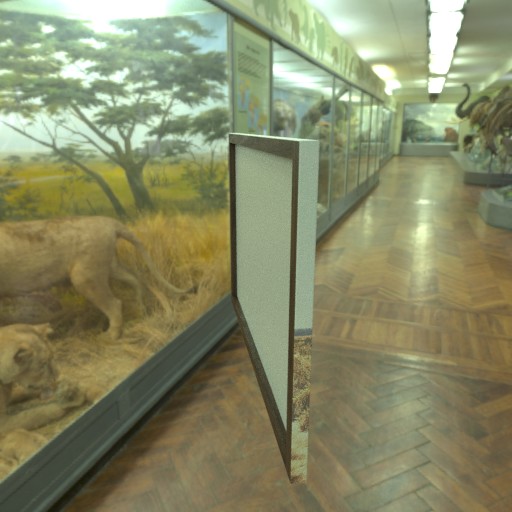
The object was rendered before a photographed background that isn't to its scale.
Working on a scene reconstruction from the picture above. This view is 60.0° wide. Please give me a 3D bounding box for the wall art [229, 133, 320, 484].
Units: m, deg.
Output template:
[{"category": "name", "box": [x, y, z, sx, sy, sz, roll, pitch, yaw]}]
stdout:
[{"category": "wall art", "box": [0.000, 0.000, 1.934, 0.051, 1.016, 1.520, -3, 16, -10]}]
